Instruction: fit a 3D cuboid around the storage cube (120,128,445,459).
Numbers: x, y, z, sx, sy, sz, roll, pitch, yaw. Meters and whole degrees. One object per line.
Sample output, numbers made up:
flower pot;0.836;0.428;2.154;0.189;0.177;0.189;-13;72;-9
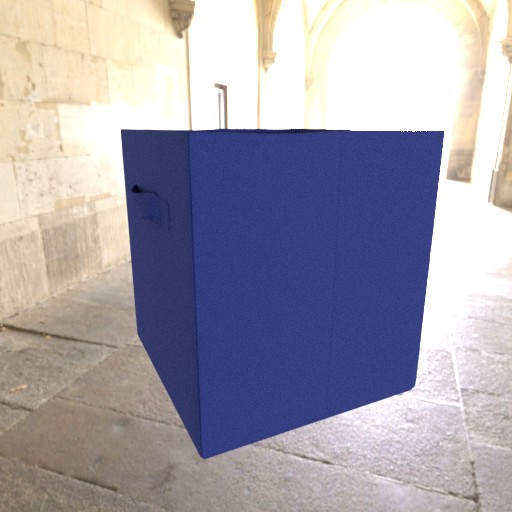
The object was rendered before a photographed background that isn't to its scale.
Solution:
storage cube;0.000;0.000;0.510;0.270;0.280;0.270;-8;18;-25
